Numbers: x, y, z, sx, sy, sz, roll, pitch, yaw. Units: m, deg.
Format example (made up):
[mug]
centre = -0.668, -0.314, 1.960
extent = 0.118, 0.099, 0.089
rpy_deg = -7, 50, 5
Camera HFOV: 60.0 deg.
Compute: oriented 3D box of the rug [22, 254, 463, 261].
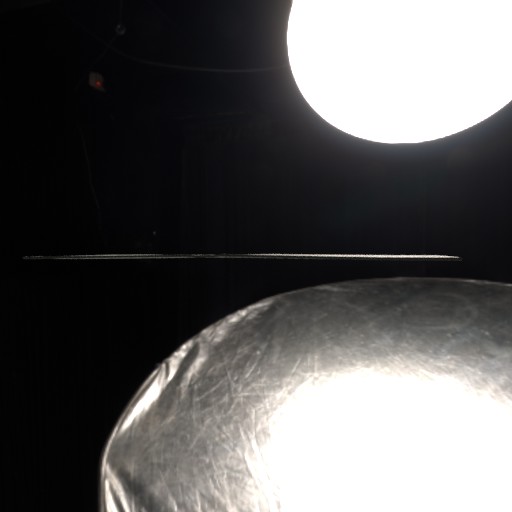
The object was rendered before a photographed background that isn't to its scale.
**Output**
[rug]
centre = 0.000, 0.000, 5.152
extent = 4.078, 0.052, 2.802
rpy_deg = 0, 0, 18
